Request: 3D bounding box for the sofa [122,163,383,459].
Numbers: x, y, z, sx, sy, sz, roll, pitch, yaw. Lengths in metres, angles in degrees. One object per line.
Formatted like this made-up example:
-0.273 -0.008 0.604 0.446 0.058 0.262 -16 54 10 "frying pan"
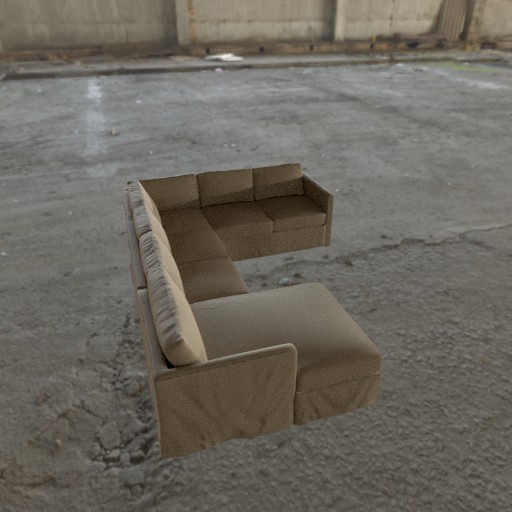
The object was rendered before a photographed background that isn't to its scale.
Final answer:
0.000 0.000 4.503 2.476 0.878 3.528 -9 30 -16 "sofa"
